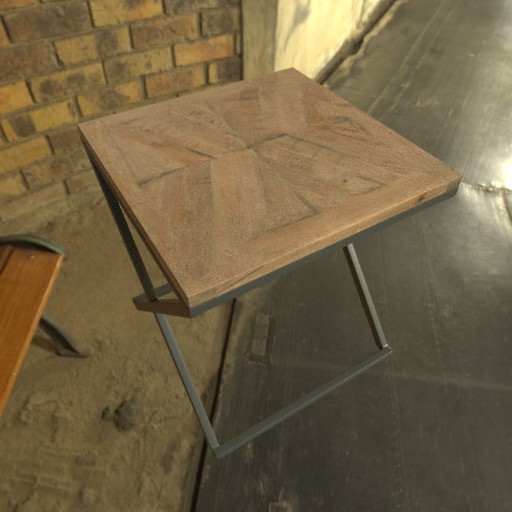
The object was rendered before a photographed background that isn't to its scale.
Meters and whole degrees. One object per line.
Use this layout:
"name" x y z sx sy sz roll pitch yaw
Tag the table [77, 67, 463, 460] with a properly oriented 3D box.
"table" 0.000 0.000 0.979 0.499 0.550 0.498 -24 50 -21
